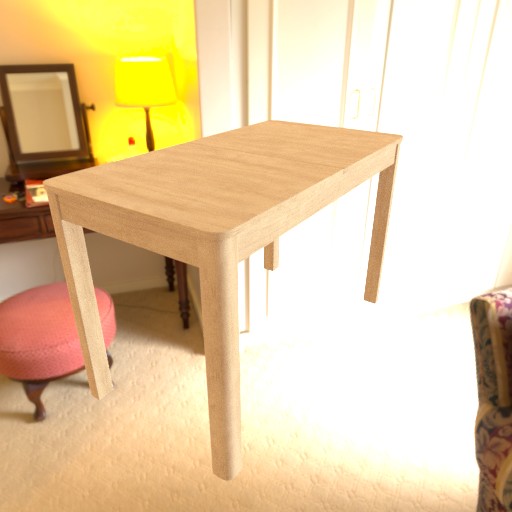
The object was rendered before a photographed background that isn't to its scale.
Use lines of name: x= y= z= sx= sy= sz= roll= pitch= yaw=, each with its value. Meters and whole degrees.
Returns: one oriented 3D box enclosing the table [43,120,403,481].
table: x=0.000 y=0.000 z=1.951 sx=0.750 sy=0.900 sz=1.400 roll=17 pitch=31 yaw=30
